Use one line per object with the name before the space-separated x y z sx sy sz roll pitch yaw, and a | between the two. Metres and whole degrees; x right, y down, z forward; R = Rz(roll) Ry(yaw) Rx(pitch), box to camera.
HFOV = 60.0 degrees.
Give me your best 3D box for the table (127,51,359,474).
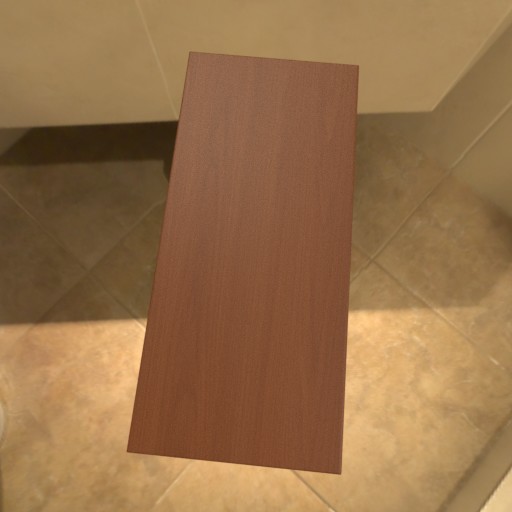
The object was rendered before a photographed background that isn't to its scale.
table | 0.000 0.000 1.354 0.500 0.400 1.100 5 75 1
